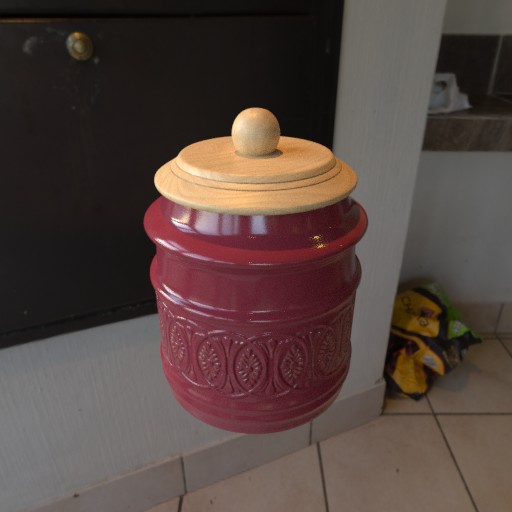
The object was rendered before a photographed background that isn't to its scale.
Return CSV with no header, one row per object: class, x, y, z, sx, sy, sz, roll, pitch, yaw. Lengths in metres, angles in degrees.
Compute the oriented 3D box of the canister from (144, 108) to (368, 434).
canister,0.000,0.000,0.276,0.130,0.176,0.130,0,28,0
